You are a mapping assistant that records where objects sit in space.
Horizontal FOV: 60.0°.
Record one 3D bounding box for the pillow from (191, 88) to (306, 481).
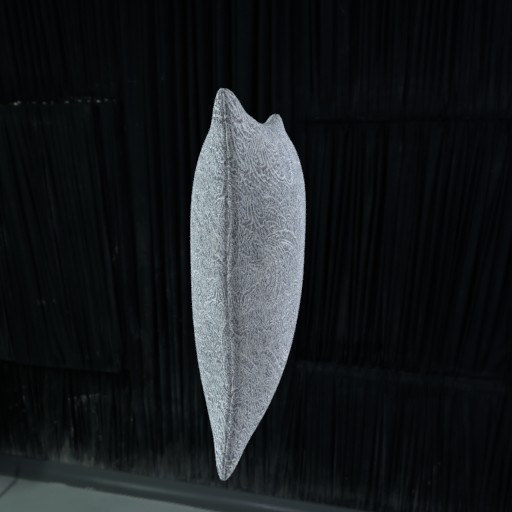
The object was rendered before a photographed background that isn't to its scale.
[{"bbox_3d":[0.000,0.000,0.792,0.166,0.510,0.523,2,15,9],"label":"pillow"}]
